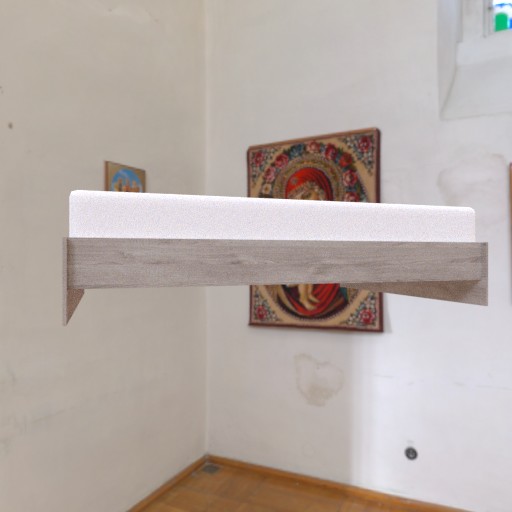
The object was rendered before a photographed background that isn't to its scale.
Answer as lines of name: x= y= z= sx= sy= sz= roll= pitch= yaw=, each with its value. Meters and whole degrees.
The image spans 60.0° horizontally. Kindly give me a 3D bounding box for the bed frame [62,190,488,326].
bed frame: x=0.000 y=0.000 z=2.573 sx=1.945 sy=0.497 sz=1.445 roll=0 pitch=0 yaw=-19
